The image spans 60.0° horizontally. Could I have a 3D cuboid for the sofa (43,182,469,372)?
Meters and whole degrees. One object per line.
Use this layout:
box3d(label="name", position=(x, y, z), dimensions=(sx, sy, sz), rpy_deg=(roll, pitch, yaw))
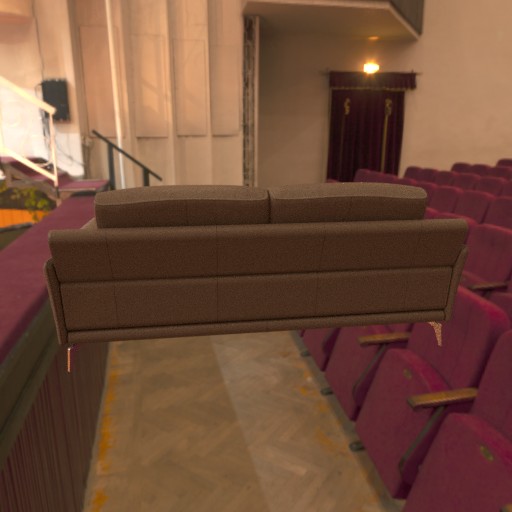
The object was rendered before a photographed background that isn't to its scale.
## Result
box3d(label="sofa", position=(0.000, 0.000, 2.636), dimensions=(2.101, 0.930, 1.049), rpy_deg=(-2, 15, -8))
